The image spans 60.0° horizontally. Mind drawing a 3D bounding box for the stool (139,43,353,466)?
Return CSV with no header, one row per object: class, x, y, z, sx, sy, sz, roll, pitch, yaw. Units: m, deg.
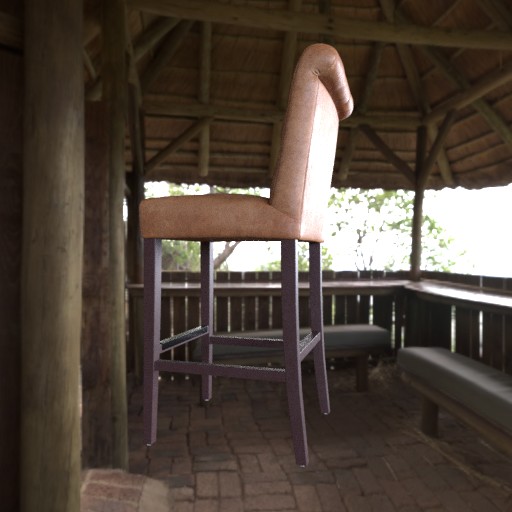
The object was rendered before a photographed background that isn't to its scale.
stool,0.000,0.000,1.464,0.601,1.140,0.493,0,0,18
